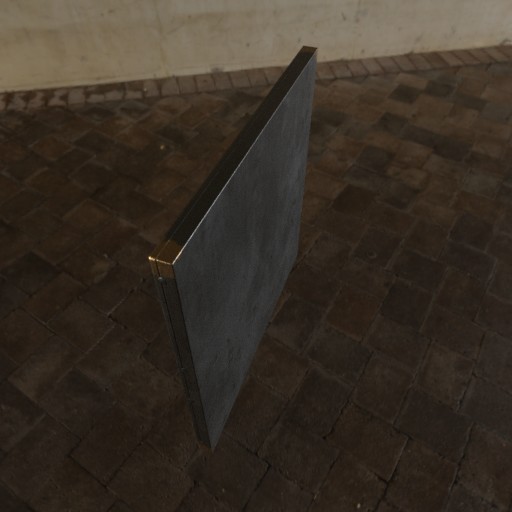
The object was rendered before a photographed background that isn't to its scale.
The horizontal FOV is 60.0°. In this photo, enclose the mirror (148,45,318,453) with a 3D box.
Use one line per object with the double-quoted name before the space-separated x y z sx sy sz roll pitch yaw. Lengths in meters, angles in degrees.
"mirror" 0.000 0.000 0.570 0.020 0.381 0.382 16 50 14
